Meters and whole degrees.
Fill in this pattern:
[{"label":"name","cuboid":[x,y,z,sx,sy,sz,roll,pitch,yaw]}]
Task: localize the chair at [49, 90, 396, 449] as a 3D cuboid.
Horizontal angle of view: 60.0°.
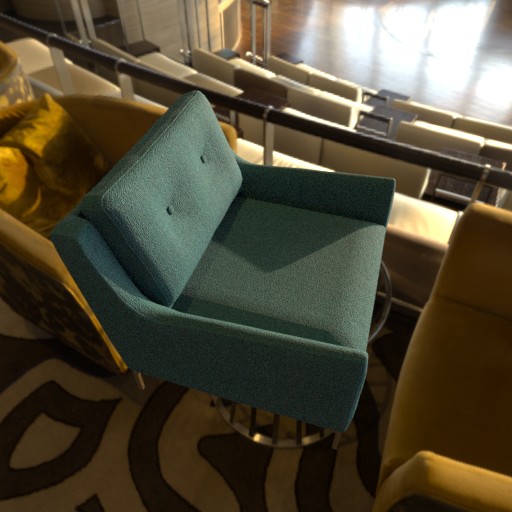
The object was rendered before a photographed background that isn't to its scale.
[{"label":"chair","cuboid":[0.000,0.000,1.535,0.849,0.828,0.847,13,47,12]}]
